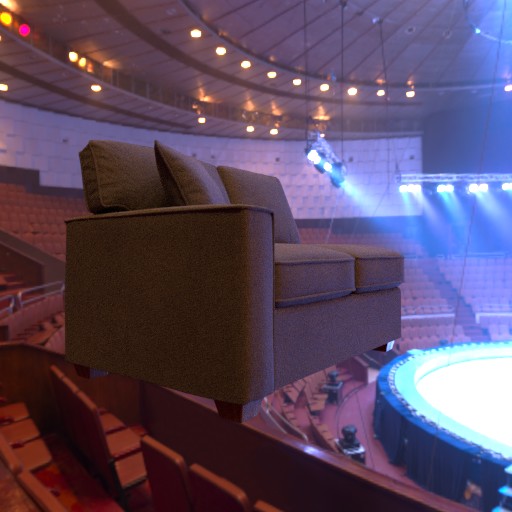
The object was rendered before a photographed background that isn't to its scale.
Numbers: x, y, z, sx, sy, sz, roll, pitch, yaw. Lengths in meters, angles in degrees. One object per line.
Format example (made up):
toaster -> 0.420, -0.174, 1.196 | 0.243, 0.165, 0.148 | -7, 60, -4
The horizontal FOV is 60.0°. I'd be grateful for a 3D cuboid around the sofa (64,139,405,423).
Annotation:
sofa -> 0.000, 0.000, 2.092 | 0.991, 0.989, 1.388 | 0, 0, 37
